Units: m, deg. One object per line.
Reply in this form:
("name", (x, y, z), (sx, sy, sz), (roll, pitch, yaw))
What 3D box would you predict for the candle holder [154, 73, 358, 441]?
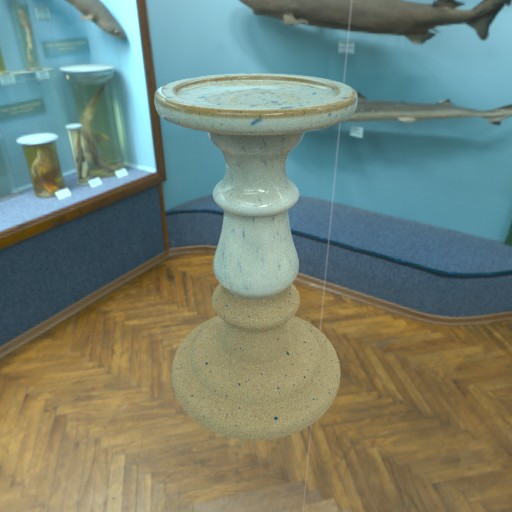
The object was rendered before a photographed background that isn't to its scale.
("candle holder", (0.000, 0.000, 0.280), (0.123, 0.202, 0.123), (0, 31, 0))
